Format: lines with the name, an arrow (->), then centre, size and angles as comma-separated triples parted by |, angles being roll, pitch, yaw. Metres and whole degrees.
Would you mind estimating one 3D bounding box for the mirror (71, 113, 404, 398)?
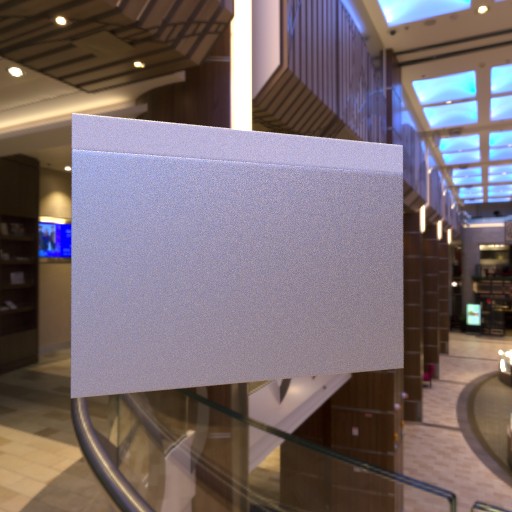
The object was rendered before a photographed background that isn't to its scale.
mirror -> 0.000, 0.000, 1.131 | 0.870, 0.630, 0.030 | 0, -1, -19
